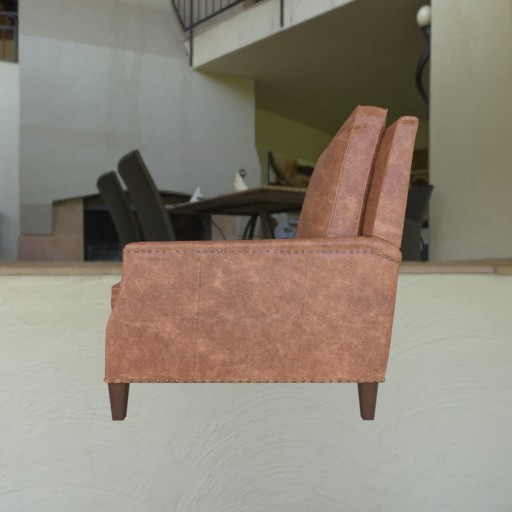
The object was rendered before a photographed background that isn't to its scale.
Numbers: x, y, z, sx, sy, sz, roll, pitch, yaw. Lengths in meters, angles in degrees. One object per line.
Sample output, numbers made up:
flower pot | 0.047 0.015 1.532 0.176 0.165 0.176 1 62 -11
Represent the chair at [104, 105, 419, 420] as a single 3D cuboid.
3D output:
chair | 0.000 0.000 1.826 1.035 1.054 0.854 0 1 0
